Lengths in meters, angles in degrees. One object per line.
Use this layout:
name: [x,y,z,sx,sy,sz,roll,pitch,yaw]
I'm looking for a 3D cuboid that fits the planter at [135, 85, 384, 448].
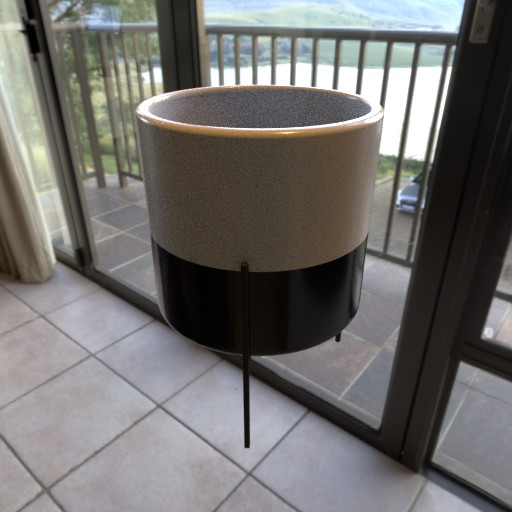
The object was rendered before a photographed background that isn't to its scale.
planter: [0.000,0.000,0.649,0.310,0.432,0.310,11,31,18]
